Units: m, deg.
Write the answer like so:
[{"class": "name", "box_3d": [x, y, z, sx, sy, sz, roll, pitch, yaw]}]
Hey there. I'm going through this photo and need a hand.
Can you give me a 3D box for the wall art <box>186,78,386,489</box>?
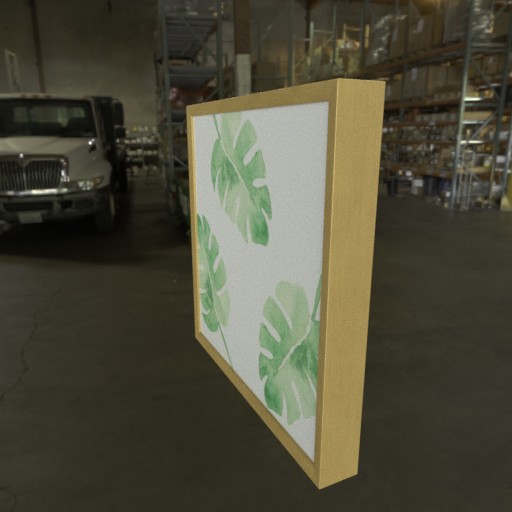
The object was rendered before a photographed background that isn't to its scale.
[{"class": "wall art", "box_3d": [0.000, 0.000, 0.451, 0.038, 0.305, 0.305, -7, 17, -25]}]
